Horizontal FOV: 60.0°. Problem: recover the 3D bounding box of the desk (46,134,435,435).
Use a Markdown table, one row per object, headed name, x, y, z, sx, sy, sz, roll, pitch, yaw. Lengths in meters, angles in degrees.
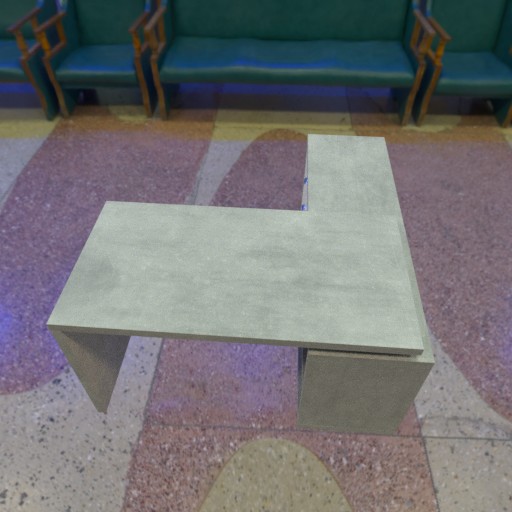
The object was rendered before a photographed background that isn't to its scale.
| name | x | y | z | sx | sy | sz | roll | pitch | yaw |
| --- | --- | --- | --- | --- | --- | --- | --- | --- | --- |
| desk | 0.000 | 0.000 | 2.343 | 1.400 | 0.740 | 1.500 | 3 | 46 | 3 |
